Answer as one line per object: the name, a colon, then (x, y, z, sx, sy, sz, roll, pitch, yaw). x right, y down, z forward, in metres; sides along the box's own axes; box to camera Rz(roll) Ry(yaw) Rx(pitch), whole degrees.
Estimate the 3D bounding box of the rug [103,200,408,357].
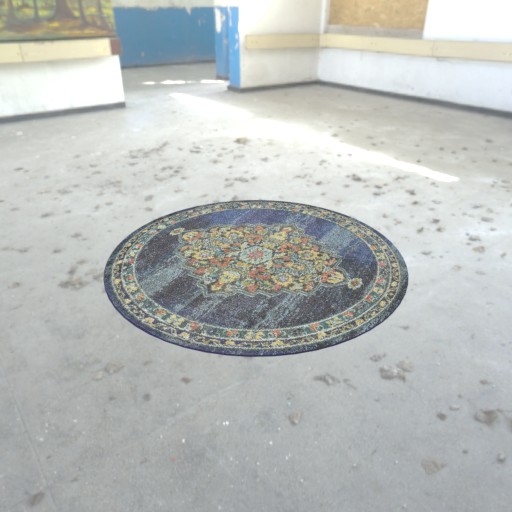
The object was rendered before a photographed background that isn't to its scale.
rug: (0.000, 0.000, 3.619, 2.386, 0.014, 2.386, 0, 29, 0)
